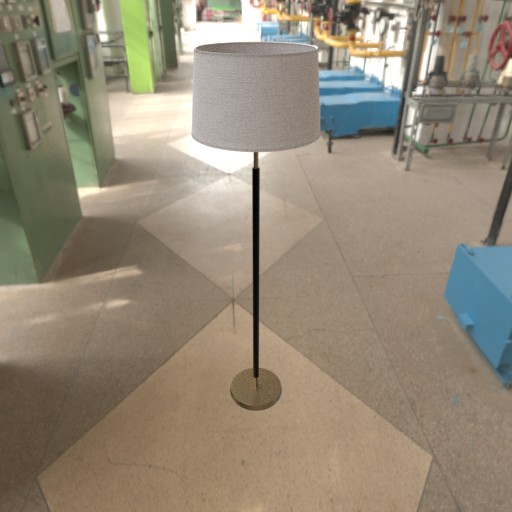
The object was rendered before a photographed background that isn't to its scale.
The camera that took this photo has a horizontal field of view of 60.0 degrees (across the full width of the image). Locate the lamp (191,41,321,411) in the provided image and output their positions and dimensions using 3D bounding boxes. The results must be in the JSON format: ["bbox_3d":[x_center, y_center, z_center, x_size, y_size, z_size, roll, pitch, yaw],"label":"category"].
[{"bbox_3d":[0.000,0.000,1.689,0.420,1.447,0.420,0,31,0],"label":"lamp"}]
